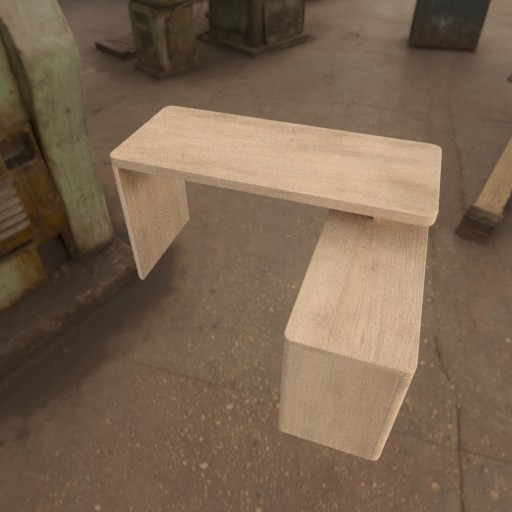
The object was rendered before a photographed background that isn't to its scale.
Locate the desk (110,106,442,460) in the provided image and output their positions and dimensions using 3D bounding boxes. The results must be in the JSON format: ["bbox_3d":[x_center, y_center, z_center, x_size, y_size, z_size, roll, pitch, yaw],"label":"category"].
[{"bbox_3d":[0.000,0.000,2.039,1.400,0.770,1.175,13,43,14],"label":"desk"}]
